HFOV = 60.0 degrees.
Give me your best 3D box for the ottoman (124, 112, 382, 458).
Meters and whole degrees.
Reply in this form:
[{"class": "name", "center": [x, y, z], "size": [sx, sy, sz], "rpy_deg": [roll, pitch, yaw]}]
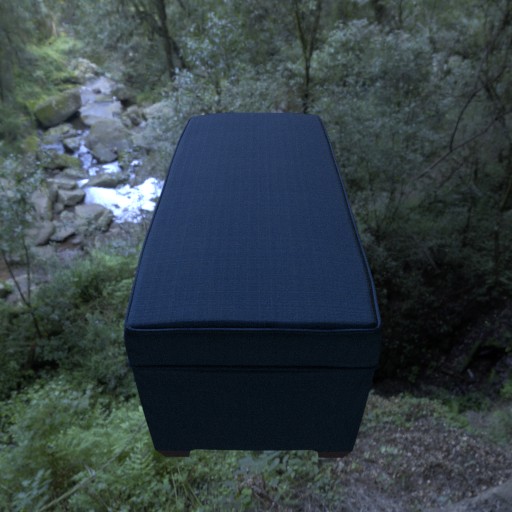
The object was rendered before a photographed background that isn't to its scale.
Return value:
[{"class": "ottoman", "center": [0.000, 0.000, 1.213], "size": [0.474, 0.474, 0.943], "rpy_deg": [0, 39, 0]}]
